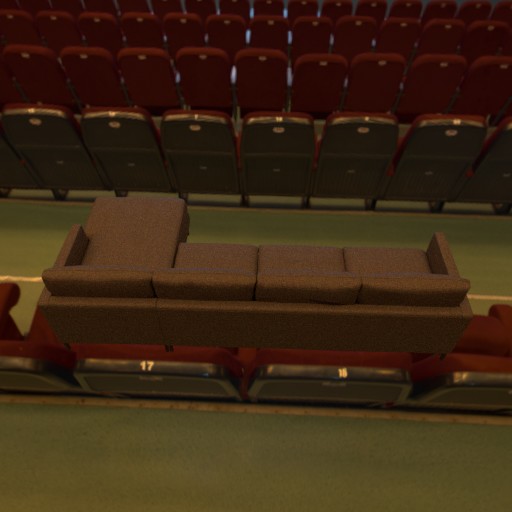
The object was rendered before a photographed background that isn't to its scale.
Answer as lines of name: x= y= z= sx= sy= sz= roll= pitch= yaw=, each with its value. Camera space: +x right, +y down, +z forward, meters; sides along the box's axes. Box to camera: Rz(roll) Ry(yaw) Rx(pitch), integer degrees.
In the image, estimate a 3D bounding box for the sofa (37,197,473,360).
sofa: x=0.000 y=0.000 z=3.840 sx=3.221 sy=0.892 sz=1.483 roll=1 pitch=47 yaw=1
